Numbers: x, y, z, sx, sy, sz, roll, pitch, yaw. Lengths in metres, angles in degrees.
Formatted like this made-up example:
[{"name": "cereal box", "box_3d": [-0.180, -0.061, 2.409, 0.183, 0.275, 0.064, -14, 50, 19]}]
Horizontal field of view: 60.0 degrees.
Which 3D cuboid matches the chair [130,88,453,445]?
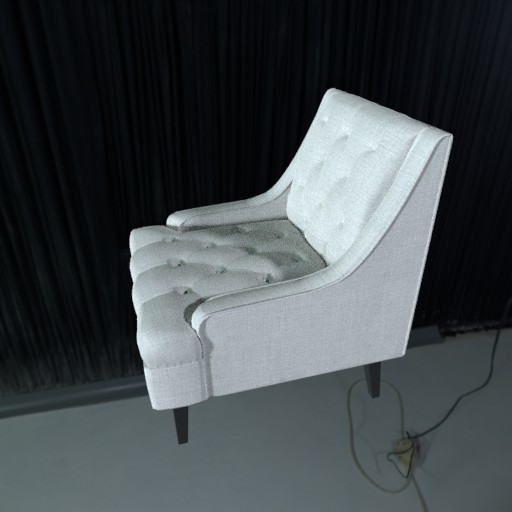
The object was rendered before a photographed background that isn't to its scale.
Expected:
[{"name": "chair", "box_3d": [0.000, 0.000, 1.396, 0.772, 0.891, 0.658, -8, 31, -14]}]
